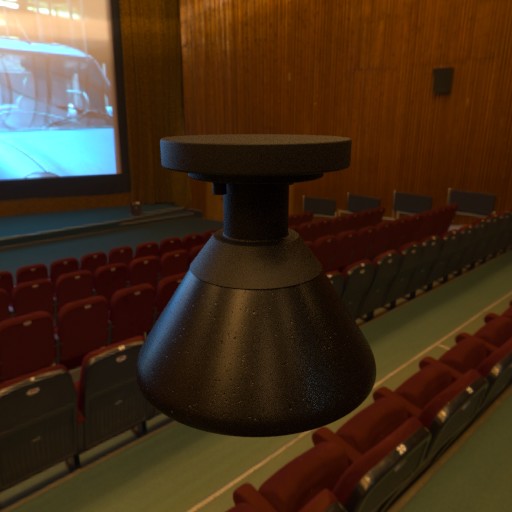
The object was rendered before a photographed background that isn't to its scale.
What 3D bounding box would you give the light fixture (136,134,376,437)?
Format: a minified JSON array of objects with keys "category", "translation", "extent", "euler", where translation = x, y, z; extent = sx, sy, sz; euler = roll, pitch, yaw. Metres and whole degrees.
[{"category":"light fixture","translation":[0.000,0.000,0.355],"extent":[0.200,0.183,0.200],"euler":[0,17,0]}]
